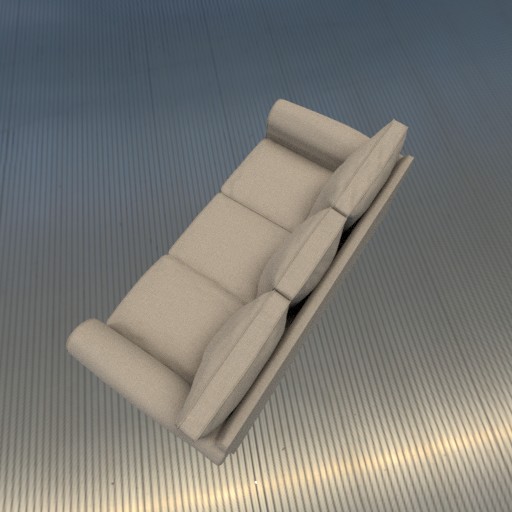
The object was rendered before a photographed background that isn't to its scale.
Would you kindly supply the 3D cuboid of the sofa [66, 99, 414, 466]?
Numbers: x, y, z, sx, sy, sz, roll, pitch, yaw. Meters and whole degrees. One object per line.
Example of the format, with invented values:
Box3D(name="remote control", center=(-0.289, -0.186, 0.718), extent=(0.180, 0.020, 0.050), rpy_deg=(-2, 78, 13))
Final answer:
Box3D(name="sofa", center=(0.000, 0.000, 2.658), extent=(0.998, 0.889, 2.118), rpy_deg=(31, 67, 15))
